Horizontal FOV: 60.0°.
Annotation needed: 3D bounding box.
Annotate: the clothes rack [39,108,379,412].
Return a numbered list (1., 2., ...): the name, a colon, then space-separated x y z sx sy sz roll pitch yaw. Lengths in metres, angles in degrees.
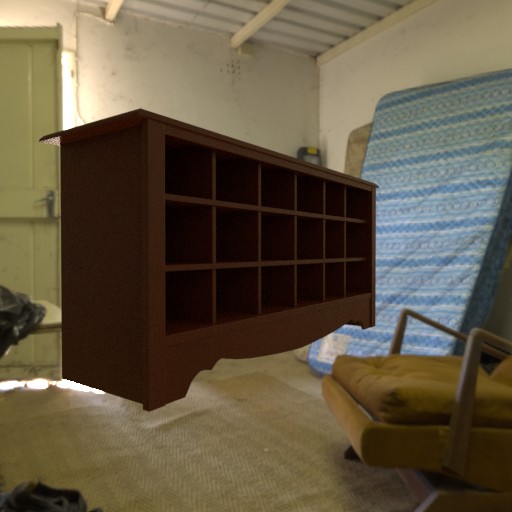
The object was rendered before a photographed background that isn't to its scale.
1. clothes rack: 0.000 0.000 1.455 0.362 0.594 1.251 1 1 36
